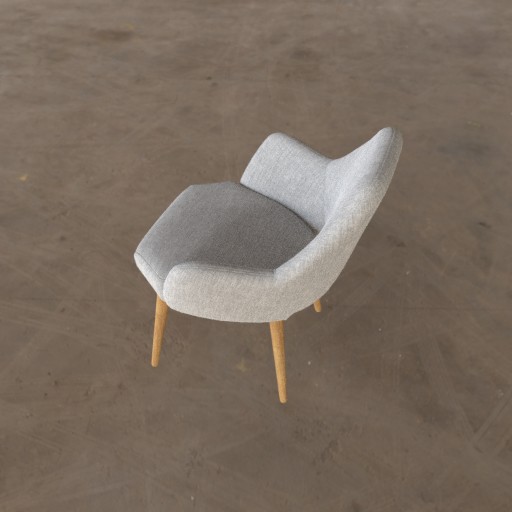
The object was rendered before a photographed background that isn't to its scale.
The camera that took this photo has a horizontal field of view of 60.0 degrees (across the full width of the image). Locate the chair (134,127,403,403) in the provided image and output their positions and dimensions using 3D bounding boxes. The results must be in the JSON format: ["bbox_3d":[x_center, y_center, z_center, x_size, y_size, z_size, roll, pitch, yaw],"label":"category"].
[{"bbox_3d":[0.000,0.000,1.256,0.610,0.840,0.590,17,49,15],"label":"chair"}]
